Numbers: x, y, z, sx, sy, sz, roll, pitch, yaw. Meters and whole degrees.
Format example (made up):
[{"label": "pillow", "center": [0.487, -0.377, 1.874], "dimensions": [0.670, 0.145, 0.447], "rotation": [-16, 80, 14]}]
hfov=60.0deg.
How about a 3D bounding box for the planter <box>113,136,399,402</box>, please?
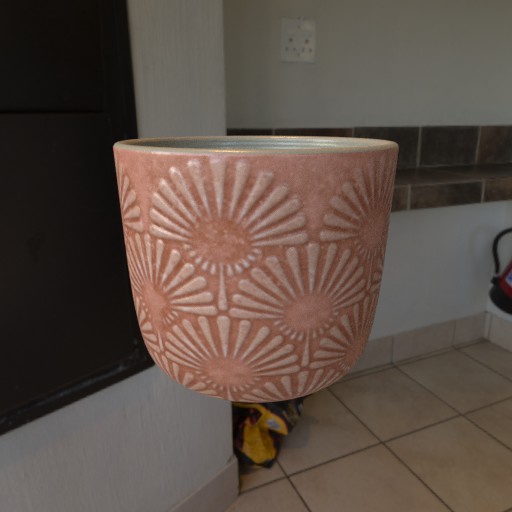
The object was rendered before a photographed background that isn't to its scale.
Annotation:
[{"label": "planter", "center": [0.000, 0.000, 0.217], "dimensions": [0.124, 0.109, 0.124], "rotation": [0, 17, 0]}]
